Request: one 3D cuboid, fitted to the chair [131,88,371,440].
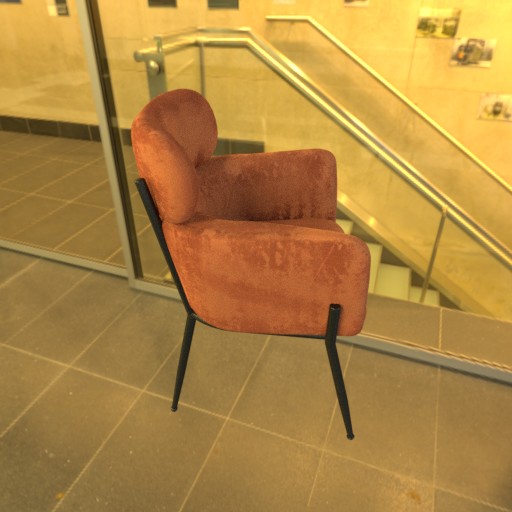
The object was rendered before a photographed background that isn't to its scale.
[{"bbox_3d":[0.000,0.000,1.156,0.523,0.772,0.561,1,32,1],"label":"chair"}]
